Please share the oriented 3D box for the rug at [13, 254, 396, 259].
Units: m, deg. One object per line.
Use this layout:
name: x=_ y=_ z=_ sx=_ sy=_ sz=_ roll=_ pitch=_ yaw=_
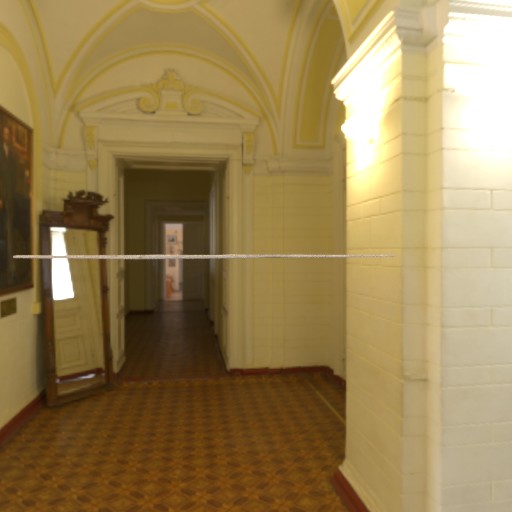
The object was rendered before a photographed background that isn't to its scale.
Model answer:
rug: x=0.000 y=0.000 z=2.607 sx=0.857 sy=0.018 sz=2.383 roll=0 pitch=0 yaw=36
